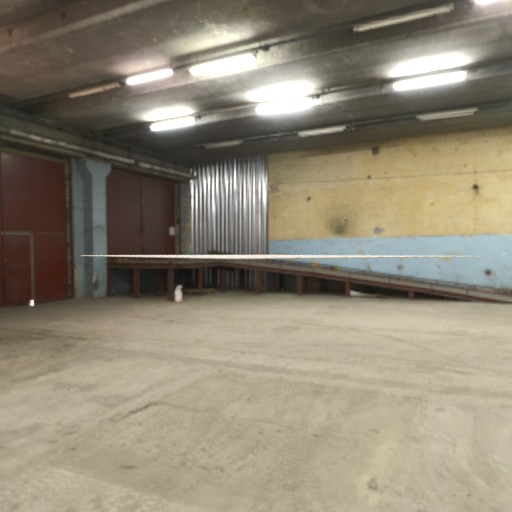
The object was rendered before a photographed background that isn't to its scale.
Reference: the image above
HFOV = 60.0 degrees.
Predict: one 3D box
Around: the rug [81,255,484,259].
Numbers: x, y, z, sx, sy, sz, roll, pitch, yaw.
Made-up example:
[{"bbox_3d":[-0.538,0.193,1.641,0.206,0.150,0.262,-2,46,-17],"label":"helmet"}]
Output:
[{"bbox_3d":[0.000,0.000,4.162,2.421,0.008,3.045,0,0,-35],"label":"rug"}]
